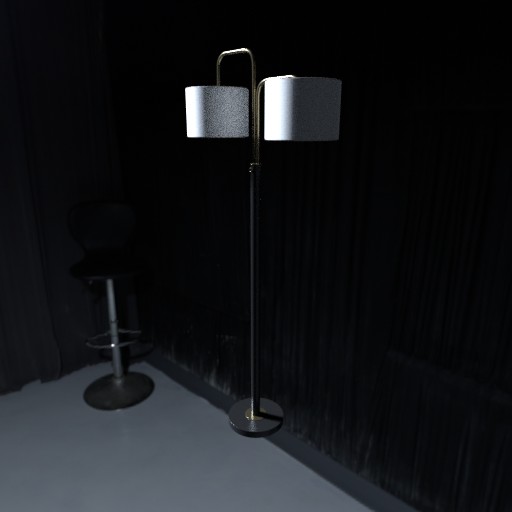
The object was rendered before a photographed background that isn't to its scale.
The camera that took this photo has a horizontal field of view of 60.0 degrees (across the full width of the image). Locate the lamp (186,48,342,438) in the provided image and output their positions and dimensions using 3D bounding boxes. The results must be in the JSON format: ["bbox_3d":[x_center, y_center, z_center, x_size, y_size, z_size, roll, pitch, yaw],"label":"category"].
[{"bbox_3d":[0.000,0.000,1.833,0.254,1.587,0.711,-15,22,-41],"label":"lamp"}]
